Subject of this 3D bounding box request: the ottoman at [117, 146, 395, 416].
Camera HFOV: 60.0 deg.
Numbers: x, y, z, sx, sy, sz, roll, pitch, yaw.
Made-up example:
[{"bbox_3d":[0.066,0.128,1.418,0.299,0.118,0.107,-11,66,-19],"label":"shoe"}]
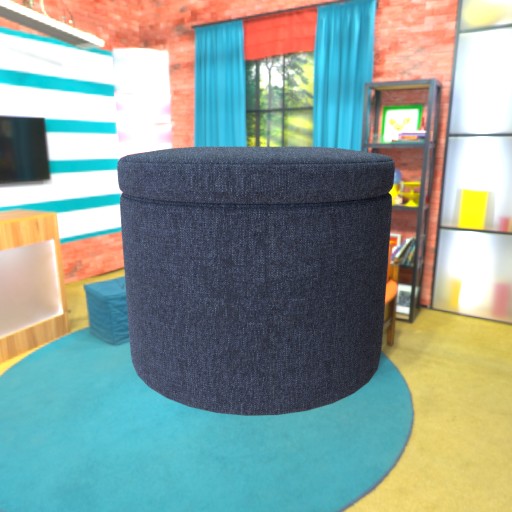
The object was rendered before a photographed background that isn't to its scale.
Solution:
[{"bbox_3d":[0.000,0.000,0.875,0.500,0.419,0.500,0,14,0],"label":"ottoman"}]
